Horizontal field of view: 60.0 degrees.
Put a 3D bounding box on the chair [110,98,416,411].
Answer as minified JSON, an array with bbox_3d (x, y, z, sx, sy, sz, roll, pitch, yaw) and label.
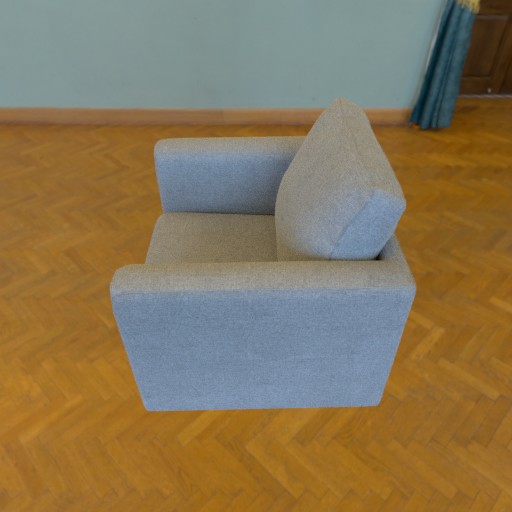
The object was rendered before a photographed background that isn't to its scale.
[{"bbox_3d":[0.000,0.000,1.555,0.800,0.927,0.855,-1,41,-1],"label":"chair"}]
